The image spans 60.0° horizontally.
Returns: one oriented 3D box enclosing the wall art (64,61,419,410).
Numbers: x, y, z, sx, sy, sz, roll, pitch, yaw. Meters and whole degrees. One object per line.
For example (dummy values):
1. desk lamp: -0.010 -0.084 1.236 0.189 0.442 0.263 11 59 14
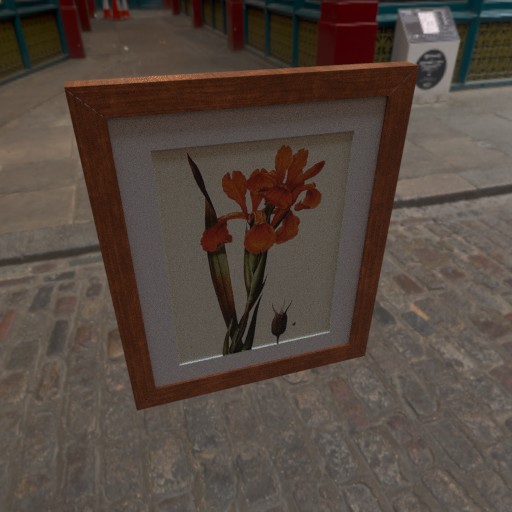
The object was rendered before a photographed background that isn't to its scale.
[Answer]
1. wall art: 0.000 0.000 0.729 0.467 0.567 0.033 -9 34 -14
